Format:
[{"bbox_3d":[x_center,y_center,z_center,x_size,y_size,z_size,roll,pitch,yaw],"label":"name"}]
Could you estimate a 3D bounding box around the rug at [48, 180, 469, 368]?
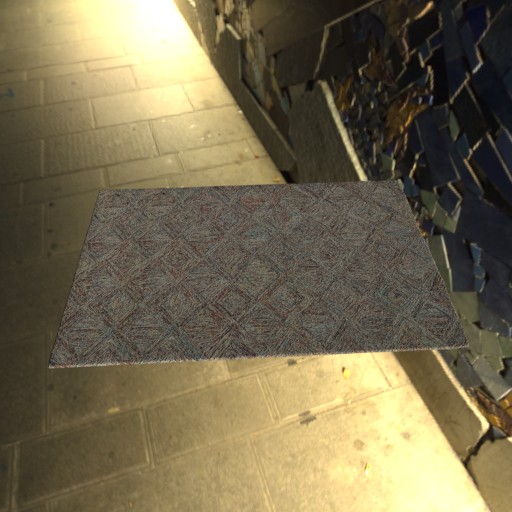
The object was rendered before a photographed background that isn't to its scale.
[{"bbox_3d":[0.000,0.000,2.218,1.761,0.014,1.143,-2,47,-2],"label":"rug"}]
